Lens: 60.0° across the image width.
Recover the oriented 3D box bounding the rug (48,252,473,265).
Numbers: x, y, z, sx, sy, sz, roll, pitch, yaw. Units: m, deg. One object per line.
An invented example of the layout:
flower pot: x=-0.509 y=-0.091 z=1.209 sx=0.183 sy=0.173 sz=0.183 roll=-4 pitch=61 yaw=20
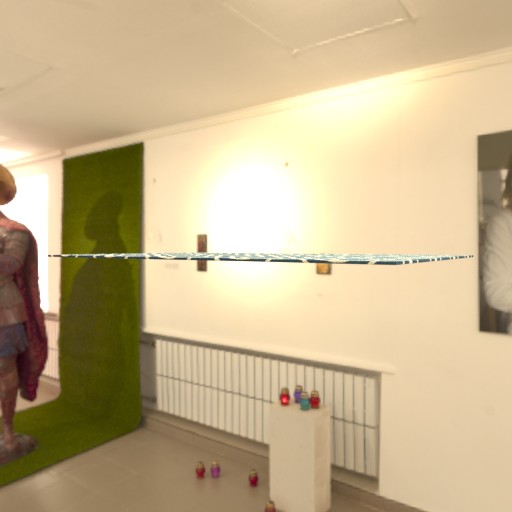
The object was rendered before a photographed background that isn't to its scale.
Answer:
rug: x=0.000 y=0.000 z=2.171 sx=1.753 sy=0.010 sz=1.143 roll=1 pitch=1 yaw=36
